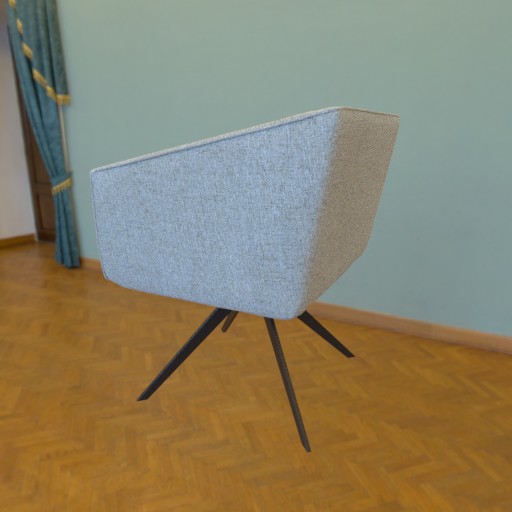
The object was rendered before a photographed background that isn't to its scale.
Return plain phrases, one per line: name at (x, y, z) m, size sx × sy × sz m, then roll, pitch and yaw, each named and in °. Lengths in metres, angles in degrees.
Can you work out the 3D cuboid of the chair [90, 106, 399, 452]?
chair at (0.000, 0.000, 1.242) m, size 0.623 × 0.760 × 0.628 m, roll 8°, pitch 18°, yaw 26°
